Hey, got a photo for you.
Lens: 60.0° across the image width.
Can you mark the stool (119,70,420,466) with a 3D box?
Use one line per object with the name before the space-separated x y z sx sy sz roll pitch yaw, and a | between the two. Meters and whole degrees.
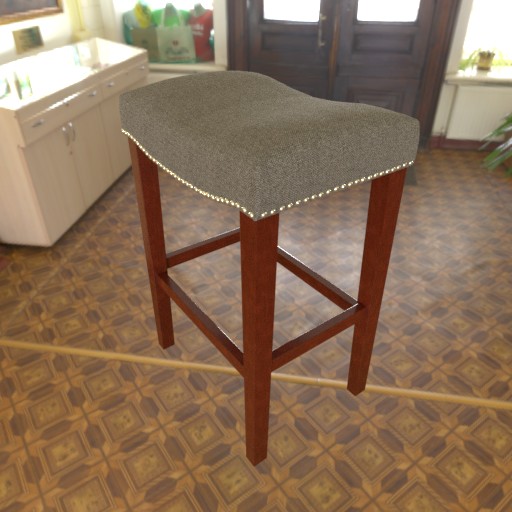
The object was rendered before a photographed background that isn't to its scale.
stool | 0.000 0.000 1.040 0.372 0.742 0.504 -22 39 -30
